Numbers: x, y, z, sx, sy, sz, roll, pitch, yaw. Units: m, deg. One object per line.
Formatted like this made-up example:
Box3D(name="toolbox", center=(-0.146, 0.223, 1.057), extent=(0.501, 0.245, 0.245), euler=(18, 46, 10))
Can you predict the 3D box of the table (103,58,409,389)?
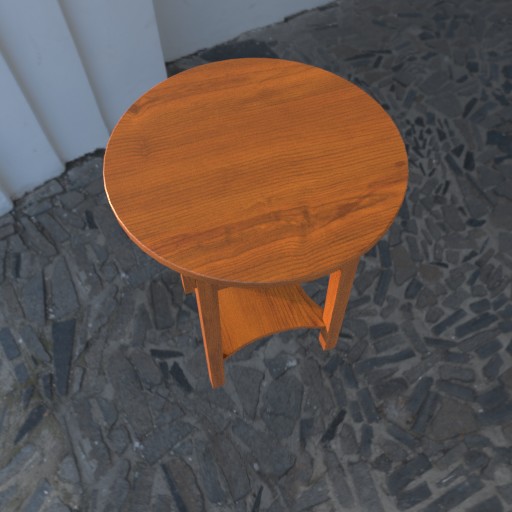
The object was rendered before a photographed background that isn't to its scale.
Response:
Box3D(name="table", center=(0.000, 0.000, 0.931), extent=(0.457, 0.610, 0.457), euler=(0, 58, 0))
